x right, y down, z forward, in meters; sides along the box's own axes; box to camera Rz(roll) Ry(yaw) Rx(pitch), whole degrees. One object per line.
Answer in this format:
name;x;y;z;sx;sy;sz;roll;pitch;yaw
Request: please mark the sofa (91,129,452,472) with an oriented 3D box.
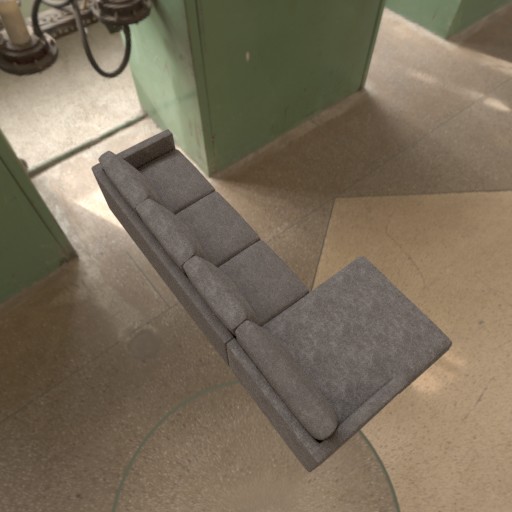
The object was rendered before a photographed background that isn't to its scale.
sofa;0.000;0.000;4.241;1.606;0.954;3.471;-33;64;-19
